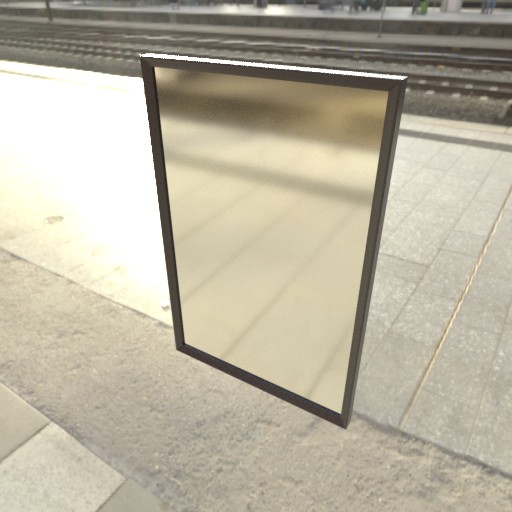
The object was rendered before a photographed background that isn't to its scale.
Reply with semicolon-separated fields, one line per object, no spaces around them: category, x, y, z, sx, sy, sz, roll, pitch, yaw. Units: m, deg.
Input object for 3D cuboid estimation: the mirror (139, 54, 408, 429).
mirror;0.000;0.000;1.142;0.609;0.915;0.041;17;35;26
